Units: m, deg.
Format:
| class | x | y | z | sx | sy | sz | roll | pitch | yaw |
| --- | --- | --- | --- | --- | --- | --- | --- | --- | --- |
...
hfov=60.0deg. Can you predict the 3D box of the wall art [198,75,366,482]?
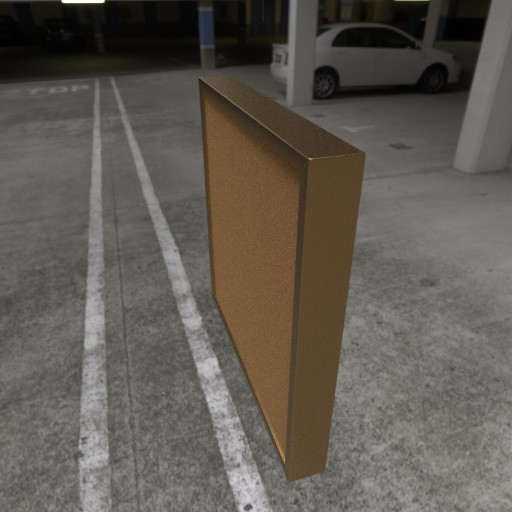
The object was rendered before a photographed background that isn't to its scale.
| class | x | y | z | sx | sy | sz | roll | pitch | yaw |
| --- | --- | --- | --- | --- | --- | --- | --- | --- | --- |
| wall art | 0.000 | 0.000 | 0.457 | 0.037 | 0.305 | 0.305 | -9 | 32 | -16 |
